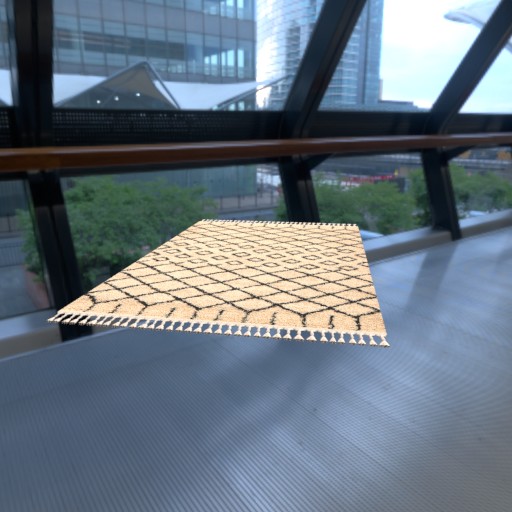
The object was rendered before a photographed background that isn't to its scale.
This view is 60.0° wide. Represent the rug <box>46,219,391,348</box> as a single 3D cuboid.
[{"bbox_3d":[0.000,0.000,2.440,1.196,0.008,2.006,3,15,9],"label":"rug"}]
